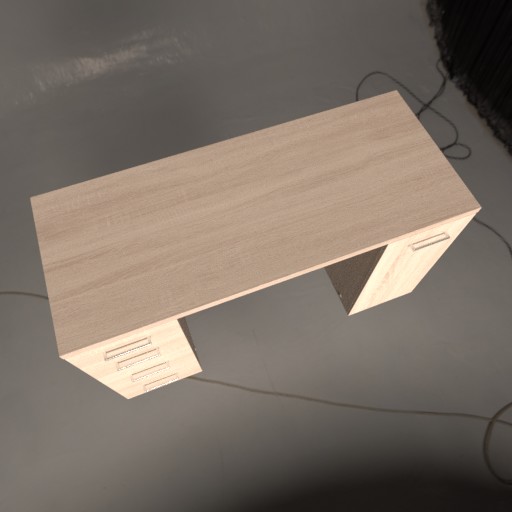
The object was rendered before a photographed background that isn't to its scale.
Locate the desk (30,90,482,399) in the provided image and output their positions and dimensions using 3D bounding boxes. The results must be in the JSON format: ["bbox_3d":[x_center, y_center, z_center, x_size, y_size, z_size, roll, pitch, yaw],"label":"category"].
[{"bbox_3d":[0.000,0.000,1.794,1.390,0.740,0.600,-19,65,-9],"label":"desk"}]
